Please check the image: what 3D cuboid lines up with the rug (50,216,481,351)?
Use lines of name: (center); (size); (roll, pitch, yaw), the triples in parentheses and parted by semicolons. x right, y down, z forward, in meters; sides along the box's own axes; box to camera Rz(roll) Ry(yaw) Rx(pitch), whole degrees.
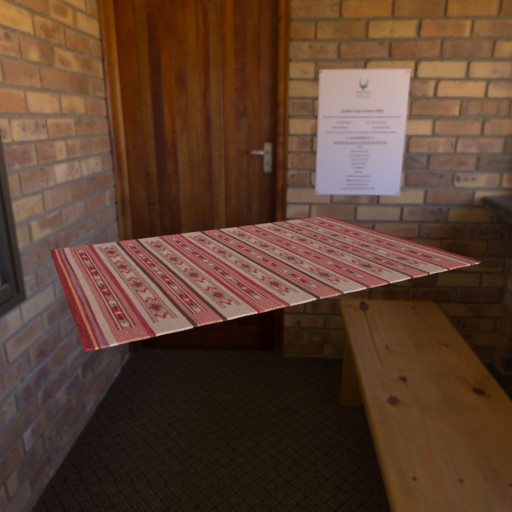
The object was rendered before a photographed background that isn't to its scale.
rug: (0.000, 0.000, 2.241); (1.817, 0.008, 1.223); (-9, 19, -27)
